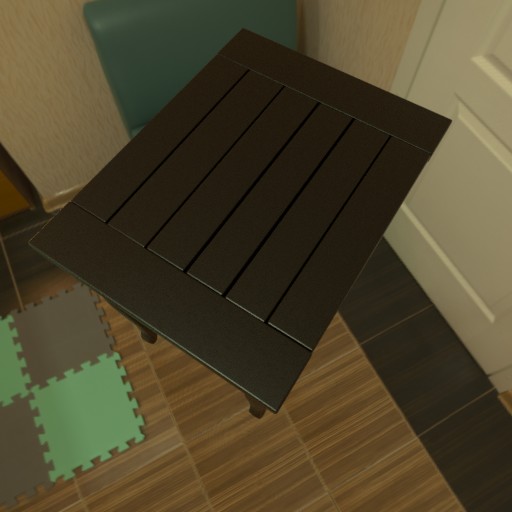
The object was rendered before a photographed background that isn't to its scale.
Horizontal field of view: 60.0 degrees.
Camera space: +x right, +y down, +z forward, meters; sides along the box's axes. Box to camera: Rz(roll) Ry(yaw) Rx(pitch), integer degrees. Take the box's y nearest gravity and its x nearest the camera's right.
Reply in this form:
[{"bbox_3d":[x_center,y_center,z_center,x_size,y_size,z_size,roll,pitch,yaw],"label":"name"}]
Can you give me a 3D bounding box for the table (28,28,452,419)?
[{"bbox_3d":[0.000,0.000,1.016,0.460,0.604,0.602,30,68,14],"label":"table"}]
